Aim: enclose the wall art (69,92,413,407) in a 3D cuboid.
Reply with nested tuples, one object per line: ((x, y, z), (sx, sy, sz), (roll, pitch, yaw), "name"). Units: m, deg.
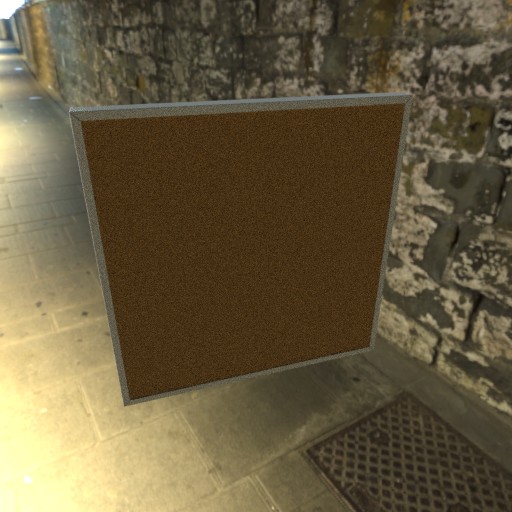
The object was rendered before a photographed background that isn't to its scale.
((0.000, 0.000, 0.760), (0.508, 0.508, 0.037), (-8, 28, -16), "wall art")
